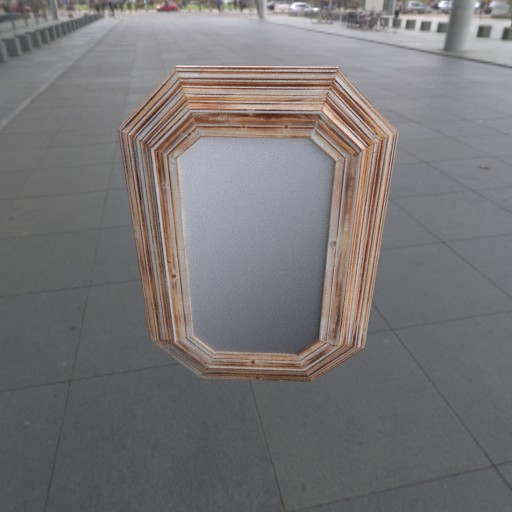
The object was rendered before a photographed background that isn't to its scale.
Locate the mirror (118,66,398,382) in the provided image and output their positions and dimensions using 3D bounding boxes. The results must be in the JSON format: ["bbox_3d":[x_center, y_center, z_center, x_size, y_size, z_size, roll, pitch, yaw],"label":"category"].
[{"bbox_3d":[0.000,0.000,1.289,0.709,1.015,0.061,1,30,2],"label":"mirror"}]
